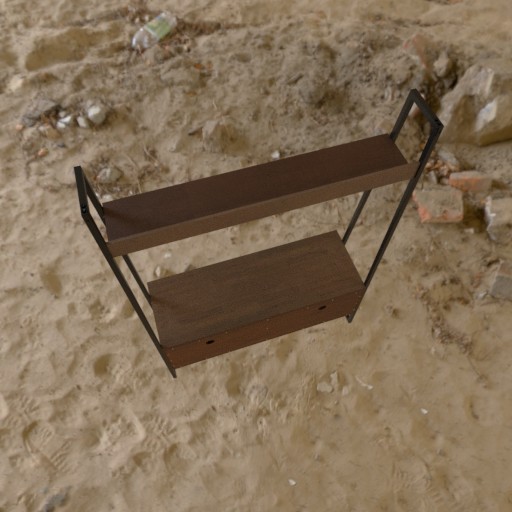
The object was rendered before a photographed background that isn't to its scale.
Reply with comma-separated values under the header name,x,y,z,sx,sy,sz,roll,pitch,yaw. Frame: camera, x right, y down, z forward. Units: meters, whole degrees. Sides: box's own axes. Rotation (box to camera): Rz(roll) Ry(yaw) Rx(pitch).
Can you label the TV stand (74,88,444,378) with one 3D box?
name,x,y,z,sx,sy,sz,roll,pitch,yaw
TV stand,0.000,0.000,2.301,1.250,1.772,0.432,-16,60,-9
